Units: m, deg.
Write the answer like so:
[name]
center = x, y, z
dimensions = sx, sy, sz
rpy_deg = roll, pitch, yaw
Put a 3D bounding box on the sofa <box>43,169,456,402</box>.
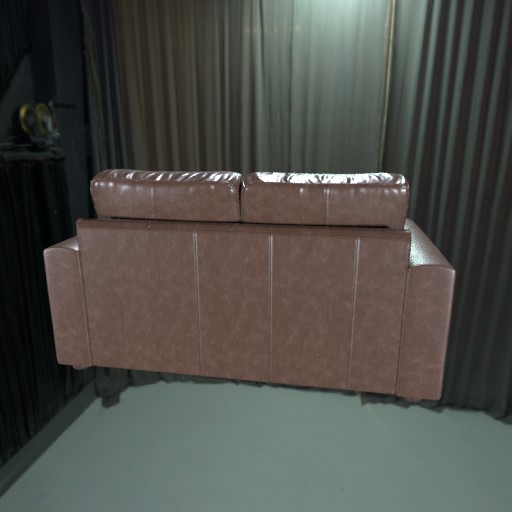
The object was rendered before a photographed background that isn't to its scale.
[sofa]
center = 0.000, 0.000, 2.196
dimensions = 1.616, 0.873, 1.016
rpy_deg = 3, 16, 10
